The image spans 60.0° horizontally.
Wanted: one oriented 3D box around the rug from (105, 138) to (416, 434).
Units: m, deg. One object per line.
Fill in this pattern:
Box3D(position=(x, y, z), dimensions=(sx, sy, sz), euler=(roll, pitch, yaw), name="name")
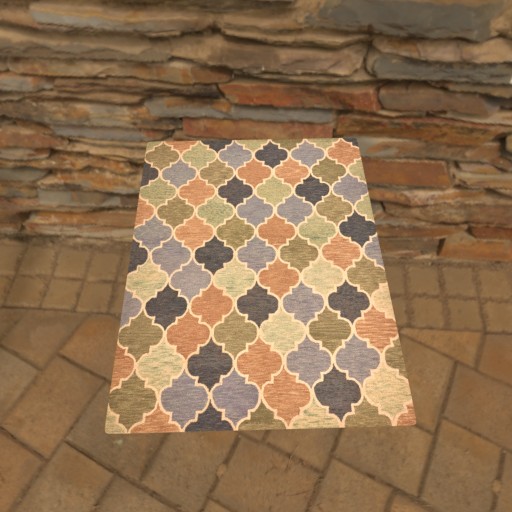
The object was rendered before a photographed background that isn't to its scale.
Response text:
Box3D(position=(0.000, 0.000, 4.306), dimensions=(2.439, 0.013, 3.200), euler=(-1, 58, -1), name="rug")
